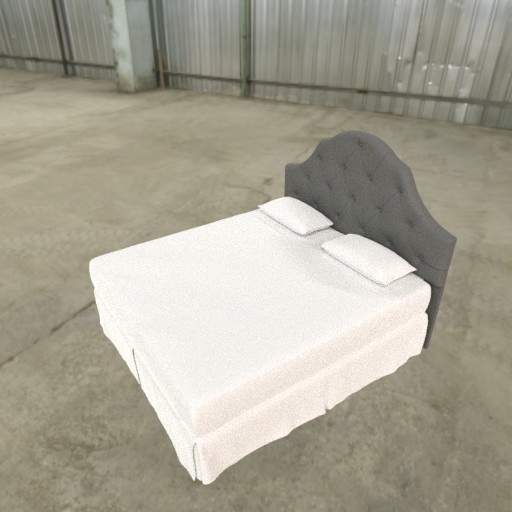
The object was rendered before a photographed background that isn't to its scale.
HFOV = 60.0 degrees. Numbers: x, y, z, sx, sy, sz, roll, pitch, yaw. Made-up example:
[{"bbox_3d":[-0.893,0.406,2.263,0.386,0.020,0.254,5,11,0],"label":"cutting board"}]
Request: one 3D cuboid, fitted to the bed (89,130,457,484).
[{"bbox_3d":[0.000,0.000,3.505,2.214,1.615,2.008,-20,36,-29],"label":"bed"}]
